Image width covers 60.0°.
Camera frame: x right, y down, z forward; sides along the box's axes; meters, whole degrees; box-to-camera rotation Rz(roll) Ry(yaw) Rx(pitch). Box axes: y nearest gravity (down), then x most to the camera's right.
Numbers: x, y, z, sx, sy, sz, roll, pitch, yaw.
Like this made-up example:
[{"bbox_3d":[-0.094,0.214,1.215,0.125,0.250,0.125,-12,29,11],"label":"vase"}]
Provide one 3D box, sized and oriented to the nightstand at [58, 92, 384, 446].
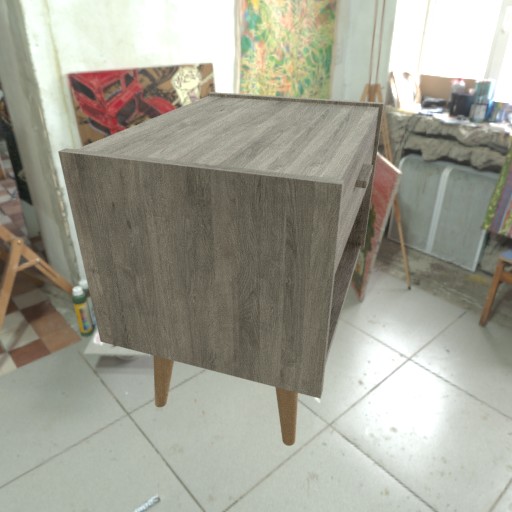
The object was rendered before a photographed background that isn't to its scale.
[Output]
[{"bbox_3d":[0.000,0.000,0.845,0.380,0.500,0.480,10,31,17],"label":"nightstand"}]
